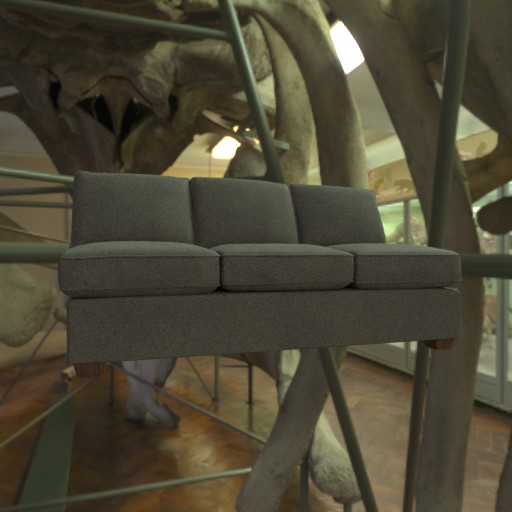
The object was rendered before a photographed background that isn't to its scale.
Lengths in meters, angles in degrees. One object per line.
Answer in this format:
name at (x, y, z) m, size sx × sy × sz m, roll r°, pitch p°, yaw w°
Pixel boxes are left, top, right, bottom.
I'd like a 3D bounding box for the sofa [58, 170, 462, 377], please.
sofa at (0.000, 0.000, 2.472) m, size 1.962 × 0.973 × 1.027 m, roll 0°, pitch 0°, yaw -17°
